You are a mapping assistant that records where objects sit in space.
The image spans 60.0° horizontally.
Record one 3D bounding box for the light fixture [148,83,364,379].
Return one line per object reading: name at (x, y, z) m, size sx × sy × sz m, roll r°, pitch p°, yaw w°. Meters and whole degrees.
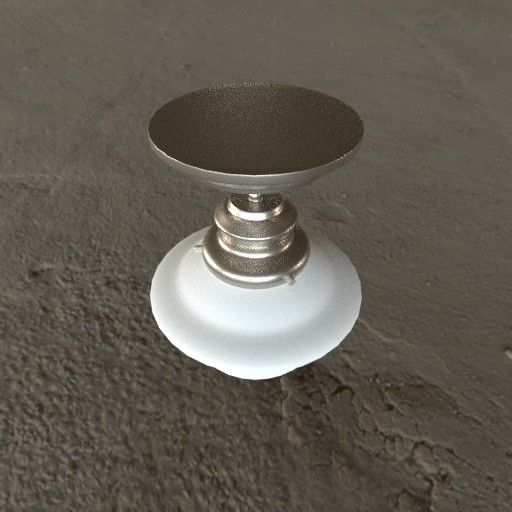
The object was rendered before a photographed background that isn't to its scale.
light fixture at (0.000, 0.000, 0.398) m, size 0.199 × 0.254 × 0.199 m, roll 0°, pitch 40°, yaw 0°
